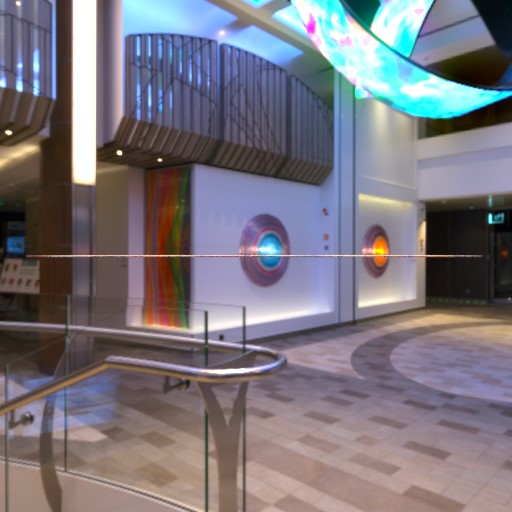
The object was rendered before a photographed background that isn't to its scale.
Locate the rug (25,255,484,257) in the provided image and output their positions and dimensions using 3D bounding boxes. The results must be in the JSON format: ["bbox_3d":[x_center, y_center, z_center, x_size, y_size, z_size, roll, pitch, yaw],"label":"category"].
[{"bbox_3d":[0.000,0.000,2.682,2.362,0.008,0.832,0,0,-2],"label":"rug"}]
